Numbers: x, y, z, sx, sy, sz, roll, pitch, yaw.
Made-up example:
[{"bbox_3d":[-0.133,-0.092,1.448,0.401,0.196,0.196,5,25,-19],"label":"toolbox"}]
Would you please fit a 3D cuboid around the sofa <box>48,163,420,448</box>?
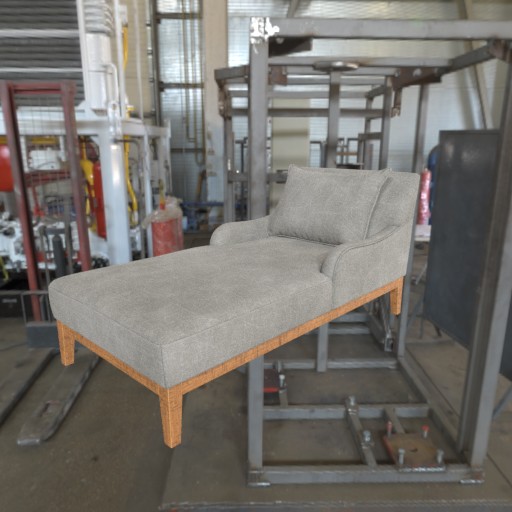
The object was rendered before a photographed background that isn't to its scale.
[{"bbox_3d":[0.000,0.000,2.271,0.894,0.859,1.779,14,20,42],"label":"sofa"}]
